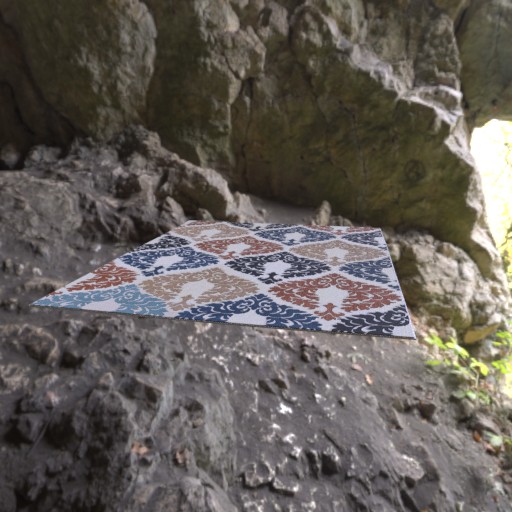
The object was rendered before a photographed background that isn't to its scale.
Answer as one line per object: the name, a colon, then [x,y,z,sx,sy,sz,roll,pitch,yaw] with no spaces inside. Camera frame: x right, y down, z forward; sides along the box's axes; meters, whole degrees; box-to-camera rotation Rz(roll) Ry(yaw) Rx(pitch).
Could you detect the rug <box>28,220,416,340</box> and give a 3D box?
rug: [0.000,0.000,4.079,2.423,0.014,3.040,3,16,11]
